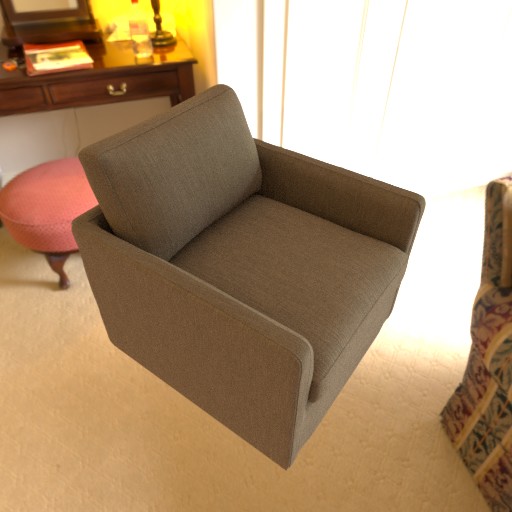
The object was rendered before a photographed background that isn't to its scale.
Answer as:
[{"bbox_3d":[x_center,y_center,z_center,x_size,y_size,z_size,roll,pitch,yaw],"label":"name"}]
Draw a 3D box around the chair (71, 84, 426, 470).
[{"bbox_3d":[0.000,0.000,1.451,0.834,0.811,0.763,26,48,26],"label":"chair"}]
